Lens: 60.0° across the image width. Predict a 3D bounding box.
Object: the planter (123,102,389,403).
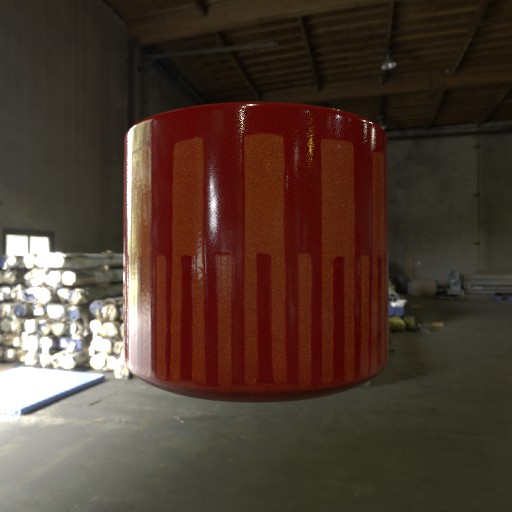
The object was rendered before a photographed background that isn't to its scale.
[{"bbox_3d":[0.000,0.000,0.402,0.230,0.202,0.230,0,0,0],"label":"planter"}]
